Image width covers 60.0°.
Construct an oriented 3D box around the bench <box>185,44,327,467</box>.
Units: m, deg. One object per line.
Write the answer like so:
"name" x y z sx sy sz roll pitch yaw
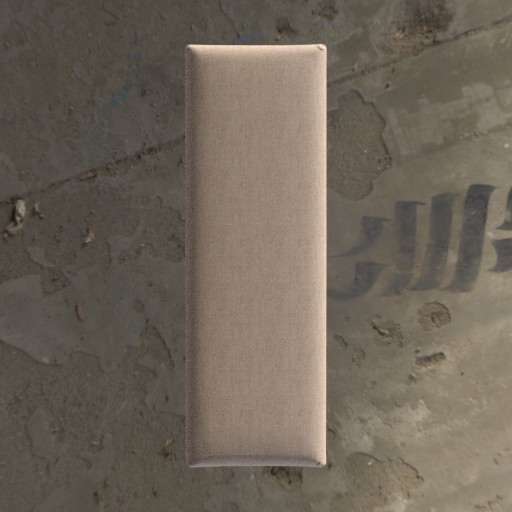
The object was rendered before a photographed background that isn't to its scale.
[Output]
"bench" 0.000 0.000 1.447 0.410 0.457 1.219 0 90 0
